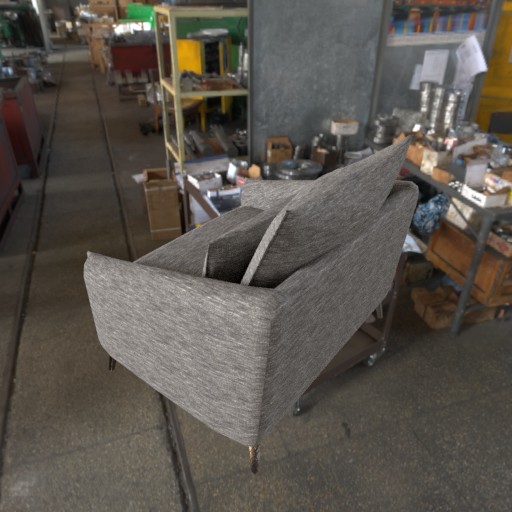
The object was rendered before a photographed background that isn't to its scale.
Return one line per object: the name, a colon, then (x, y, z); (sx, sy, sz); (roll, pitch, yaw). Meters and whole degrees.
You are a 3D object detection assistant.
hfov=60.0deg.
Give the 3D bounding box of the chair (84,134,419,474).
chair: (0.000, 0.000, 1.613); (0.805, 0.842, 1.004); (21, 37, 31)
